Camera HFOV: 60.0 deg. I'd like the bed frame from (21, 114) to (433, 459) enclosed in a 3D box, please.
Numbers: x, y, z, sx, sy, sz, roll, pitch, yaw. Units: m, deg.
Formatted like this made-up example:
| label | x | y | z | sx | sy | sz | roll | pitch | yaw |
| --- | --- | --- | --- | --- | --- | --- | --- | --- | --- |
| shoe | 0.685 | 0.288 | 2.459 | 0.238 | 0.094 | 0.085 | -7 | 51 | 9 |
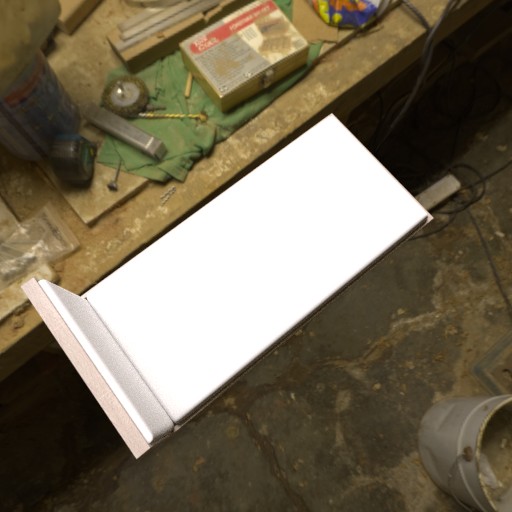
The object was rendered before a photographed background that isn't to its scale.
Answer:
| label | x | y | z | sx | sy | sz | roll | pitch | yaw |
| --- | --- | --- | --- | --- | --- | --- | --- | --- | --- |
| bed frame | 0.000 | 0.000 | 2.675 | 2.140 | 0.920 | 0.990 | -38 | 78 | -10 |
